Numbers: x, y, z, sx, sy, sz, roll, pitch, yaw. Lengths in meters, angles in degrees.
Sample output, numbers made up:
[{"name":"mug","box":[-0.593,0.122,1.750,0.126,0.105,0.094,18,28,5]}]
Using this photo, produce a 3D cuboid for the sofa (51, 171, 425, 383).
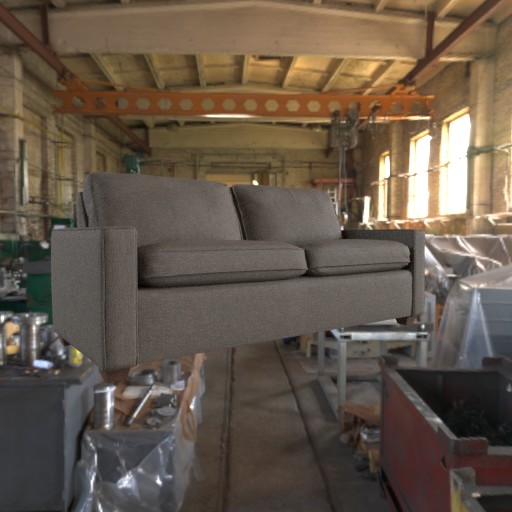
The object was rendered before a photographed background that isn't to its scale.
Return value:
[{"name":"sofa","box":[0.000,0.000,2.594,2.080,0.919,0.940,-2,3,-36]}]
